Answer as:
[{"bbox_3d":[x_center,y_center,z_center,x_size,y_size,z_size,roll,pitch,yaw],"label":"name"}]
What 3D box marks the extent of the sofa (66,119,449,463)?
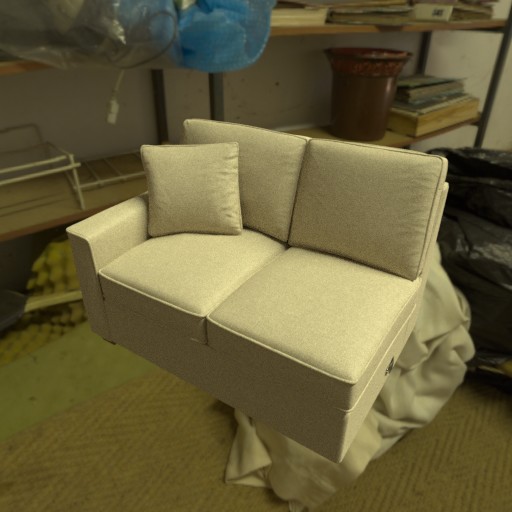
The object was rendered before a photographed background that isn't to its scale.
[{"bbox_3d":[0.000,0.000,2.027,1.388,0.989,0.991,18,35,28],"label":"sofa"}]
